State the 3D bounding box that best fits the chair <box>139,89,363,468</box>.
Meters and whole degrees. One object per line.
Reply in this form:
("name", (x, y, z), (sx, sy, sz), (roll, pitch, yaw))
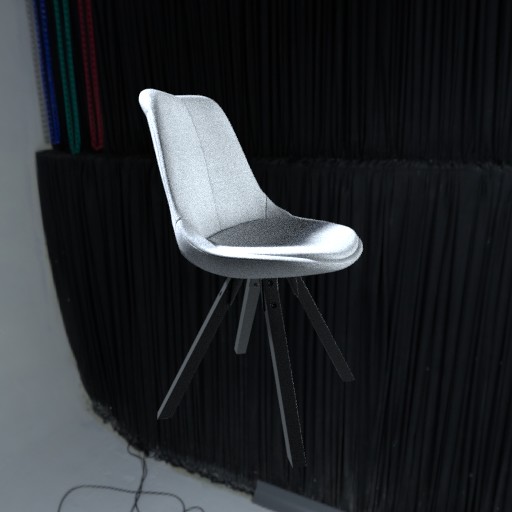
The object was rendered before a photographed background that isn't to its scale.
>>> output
("chair", (0.000, 0.000, 1.198), (0.550, 0.850, 0.485), (8, 17, 26))
